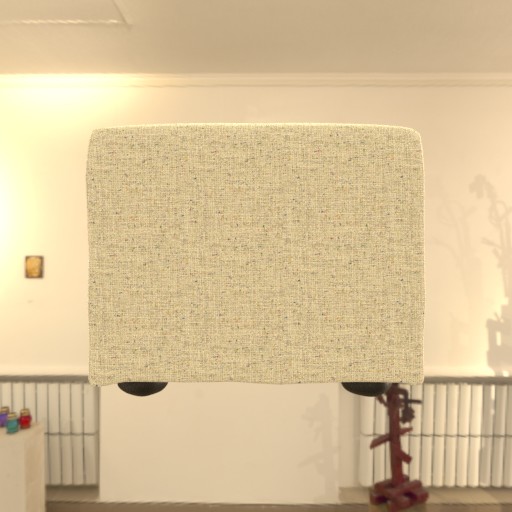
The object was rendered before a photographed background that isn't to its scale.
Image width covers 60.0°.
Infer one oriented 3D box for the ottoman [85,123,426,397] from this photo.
[{"bbox_3d":[0.000,0.000,0.913,0.521,0.453,0.512,0,1,0],"label":"ottoman"}]
